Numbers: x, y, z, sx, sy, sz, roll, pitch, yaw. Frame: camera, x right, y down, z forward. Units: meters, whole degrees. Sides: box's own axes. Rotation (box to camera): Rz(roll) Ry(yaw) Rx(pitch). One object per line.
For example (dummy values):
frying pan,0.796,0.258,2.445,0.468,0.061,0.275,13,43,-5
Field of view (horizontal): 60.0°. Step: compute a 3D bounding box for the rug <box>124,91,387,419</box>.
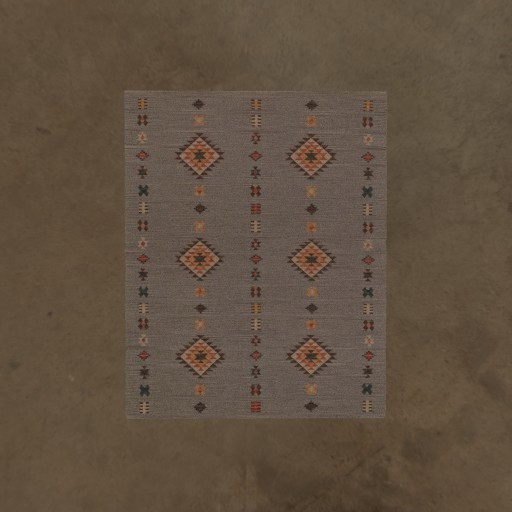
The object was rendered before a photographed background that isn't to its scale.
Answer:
rug,0.000,0.000,4.112,2.425,0.008,3.035,0,91,-1
